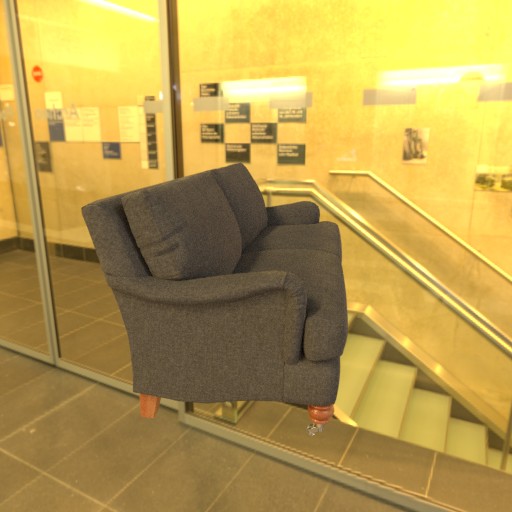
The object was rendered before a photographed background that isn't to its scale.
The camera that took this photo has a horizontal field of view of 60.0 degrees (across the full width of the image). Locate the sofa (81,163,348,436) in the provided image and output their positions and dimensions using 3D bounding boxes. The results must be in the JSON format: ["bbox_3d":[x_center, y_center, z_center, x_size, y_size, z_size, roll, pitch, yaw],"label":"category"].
[{"bbox_3d":[0.000,0.000,2.784,1.087,1.054,2.160,2,15,9],"label":"sofa"}]
